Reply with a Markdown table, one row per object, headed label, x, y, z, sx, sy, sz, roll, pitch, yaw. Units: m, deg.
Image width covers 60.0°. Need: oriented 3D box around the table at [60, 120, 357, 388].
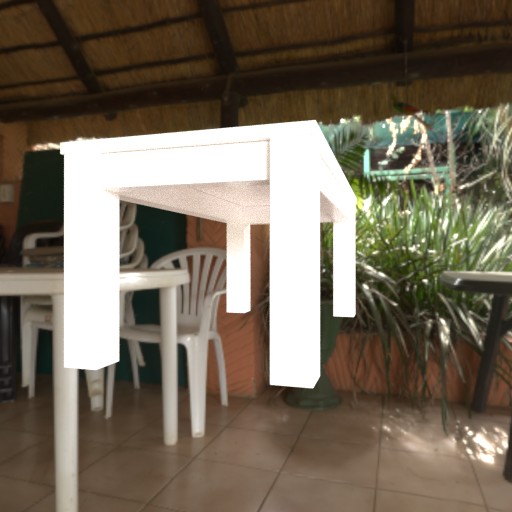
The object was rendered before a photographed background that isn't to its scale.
| label | x | y | z | sx | sy | sz | roll | pitch | yaw |
| --- | --- | --- | --- | --- | --- | --- | --- | --- | --- |
| table | 0.000 | 0.000 | 2.288 | 0.900 | 0.790 | 1.800 | 0 | 0 | 17 |
